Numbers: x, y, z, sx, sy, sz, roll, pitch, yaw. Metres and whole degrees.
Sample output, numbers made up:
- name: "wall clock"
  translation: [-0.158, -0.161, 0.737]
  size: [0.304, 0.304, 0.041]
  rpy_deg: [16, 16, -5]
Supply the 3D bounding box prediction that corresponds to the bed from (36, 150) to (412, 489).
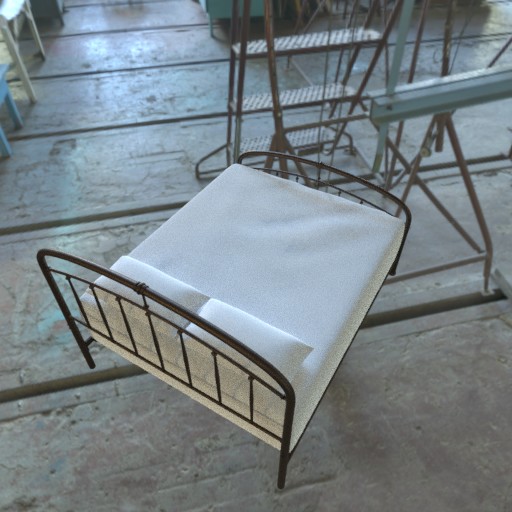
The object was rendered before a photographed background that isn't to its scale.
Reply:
- name: "bed"
  translation: [0.000, 0.000, 3.236]
  size: [1.711, 1.425, 2.180]
  rpy_deg: [23, 49, 22]
